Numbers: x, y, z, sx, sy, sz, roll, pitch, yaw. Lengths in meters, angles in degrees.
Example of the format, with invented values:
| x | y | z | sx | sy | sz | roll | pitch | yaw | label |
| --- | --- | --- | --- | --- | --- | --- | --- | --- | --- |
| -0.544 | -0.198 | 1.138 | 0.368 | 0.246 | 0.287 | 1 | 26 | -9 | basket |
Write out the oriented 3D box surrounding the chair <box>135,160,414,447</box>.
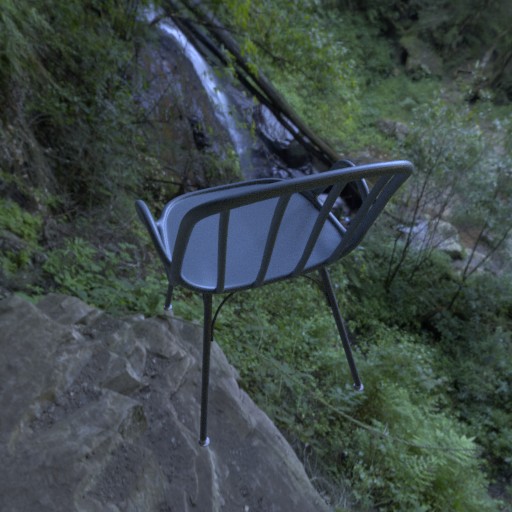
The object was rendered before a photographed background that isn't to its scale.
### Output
| x | y | z | sx | sy | sz | roll | pitch | yaw | label |
| --- | --- | --- | --- | --- | --- | --- | --- | --- | --- |
| 0.000 | 0.000 | 1.173 | 0.549 | 0.816 | 0.597 | -14 | 43 | -15 | chair |
